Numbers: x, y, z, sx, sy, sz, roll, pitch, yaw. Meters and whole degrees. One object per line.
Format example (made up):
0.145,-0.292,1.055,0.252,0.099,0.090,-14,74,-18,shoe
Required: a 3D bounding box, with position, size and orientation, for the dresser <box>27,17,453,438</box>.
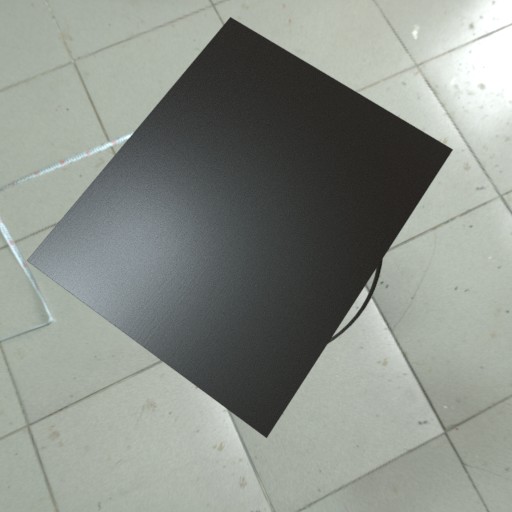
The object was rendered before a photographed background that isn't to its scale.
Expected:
0.000,0.000,0.749,0.360,0.470,0.400,34,79,8,dresser
